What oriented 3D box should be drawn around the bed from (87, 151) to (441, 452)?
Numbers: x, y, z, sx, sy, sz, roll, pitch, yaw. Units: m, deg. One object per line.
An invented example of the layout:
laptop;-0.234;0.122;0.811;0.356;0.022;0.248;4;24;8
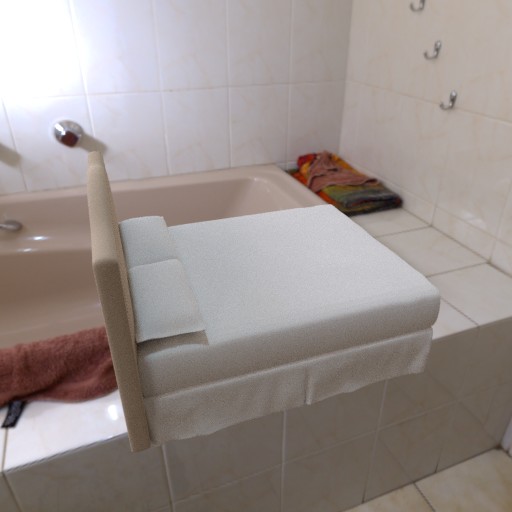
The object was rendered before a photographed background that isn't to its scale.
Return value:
bed;0.000;0.000;3.131;2.052;1.398;1.678;-10;31;-16
